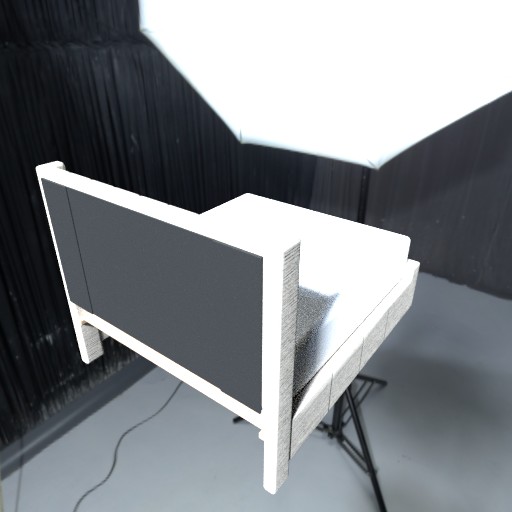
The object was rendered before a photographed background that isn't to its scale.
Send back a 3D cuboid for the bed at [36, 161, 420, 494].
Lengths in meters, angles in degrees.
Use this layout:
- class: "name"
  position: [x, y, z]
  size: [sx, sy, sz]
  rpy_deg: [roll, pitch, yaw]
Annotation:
- class: "bed"
  position: [0.000, 0.000, 3.710]
  size: [2.045, 1.743, 2.370]
  rpy_deg: [20, 34, 32]
